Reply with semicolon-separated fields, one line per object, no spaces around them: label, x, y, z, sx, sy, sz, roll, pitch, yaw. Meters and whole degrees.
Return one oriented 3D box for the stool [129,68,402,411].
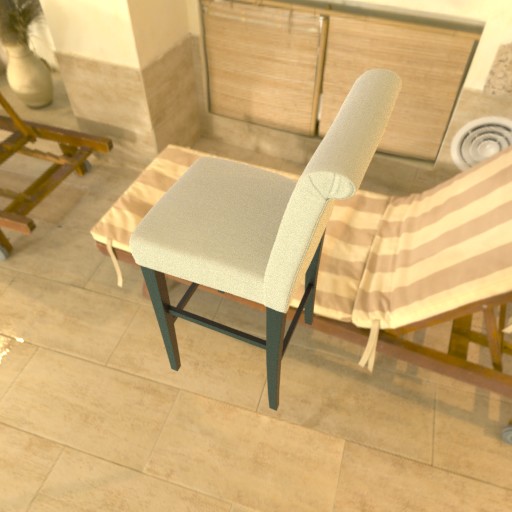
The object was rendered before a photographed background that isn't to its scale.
stool;0.000;0.000;1.416;0.597;1.124;0.452;18;50;15
